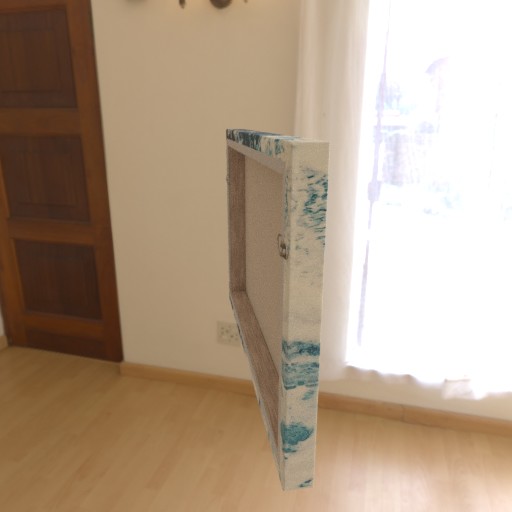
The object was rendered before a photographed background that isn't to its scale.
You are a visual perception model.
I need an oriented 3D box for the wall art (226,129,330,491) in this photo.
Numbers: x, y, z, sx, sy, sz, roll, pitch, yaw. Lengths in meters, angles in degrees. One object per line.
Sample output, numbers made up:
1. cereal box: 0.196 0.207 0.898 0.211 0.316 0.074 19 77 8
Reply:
1. wall art: 0.000 0.000 0.759 0.043 0.407 0.609 -3 17 -9
